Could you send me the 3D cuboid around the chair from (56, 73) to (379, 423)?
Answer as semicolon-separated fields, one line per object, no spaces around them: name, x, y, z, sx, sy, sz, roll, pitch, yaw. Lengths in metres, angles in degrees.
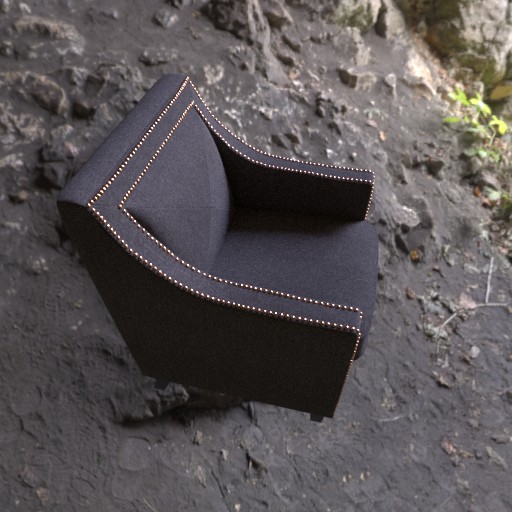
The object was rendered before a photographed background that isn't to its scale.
chair;0.000;0.000;1.629;0.884;0.967;0.776;10;47;9
